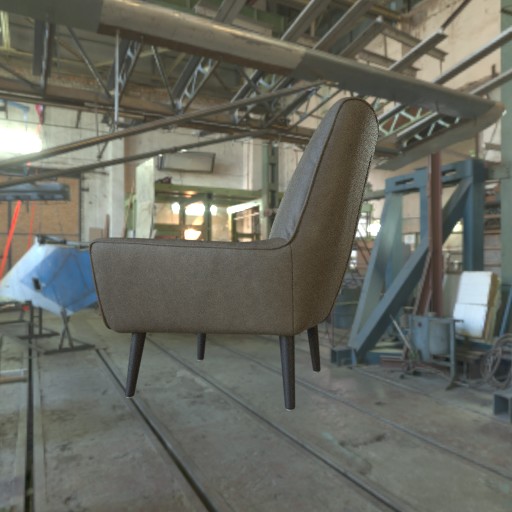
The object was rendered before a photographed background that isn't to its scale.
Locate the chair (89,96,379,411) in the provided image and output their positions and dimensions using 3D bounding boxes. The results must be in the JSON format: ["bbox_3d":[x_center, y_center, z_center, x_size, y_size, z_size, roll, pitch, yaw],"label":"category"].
[{"bbox_3d":[0.000,0.000,1.540,0.824,0.888,0.787,0,0,18],"label":"chair"}]
